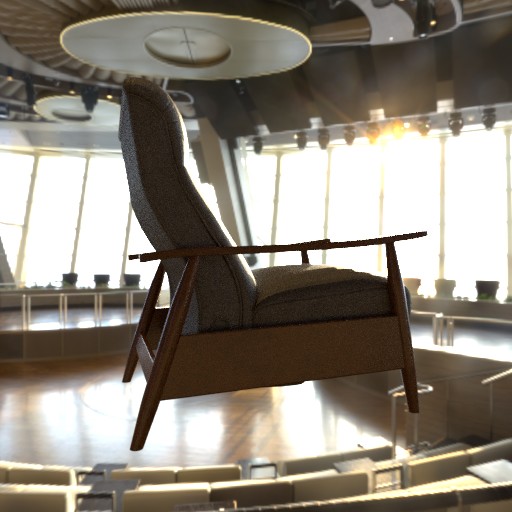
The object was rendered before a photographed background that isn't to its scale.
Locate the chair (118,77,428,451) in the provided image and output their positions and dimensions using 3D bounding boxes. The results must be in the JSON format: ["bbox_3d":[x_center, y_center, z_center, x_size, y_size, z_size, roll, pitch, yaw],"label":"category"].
[{"bbox_3d":[0.000,0.000,1.726,1.014,1.081,0.762,0,0,-19],"label":"chair"}]
